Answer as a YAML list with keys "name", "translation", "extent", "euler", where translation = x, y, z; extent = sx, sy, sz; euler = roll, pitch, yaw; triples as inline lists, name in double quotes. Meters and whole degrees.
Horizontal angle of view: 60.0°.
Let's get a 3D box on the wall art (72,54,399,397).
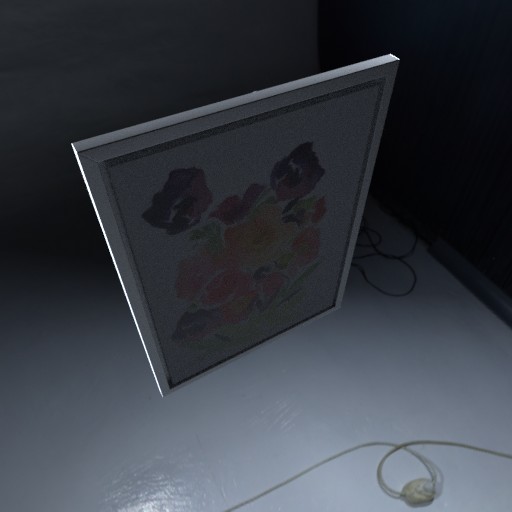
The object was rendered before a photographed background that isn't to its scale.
- name: "wall art"
  translation: [0.000, 0.000, 1.374]
  extent: [0.805, 1.056, 0.042]
  euler: [-23, 52, -20]
